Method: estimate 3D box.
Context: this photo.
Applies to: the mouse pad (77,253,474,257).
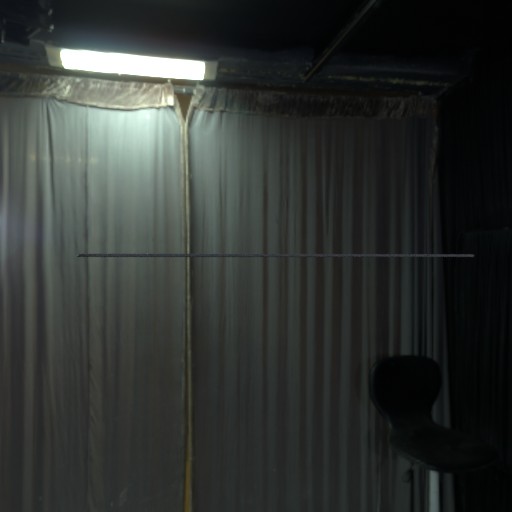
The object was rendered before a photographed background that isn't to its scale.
[{"bbox_3d":[0.000,0.000,0.447,0.315,0.002,0.269,0,0,-16],"label":"mouse pad"}]
